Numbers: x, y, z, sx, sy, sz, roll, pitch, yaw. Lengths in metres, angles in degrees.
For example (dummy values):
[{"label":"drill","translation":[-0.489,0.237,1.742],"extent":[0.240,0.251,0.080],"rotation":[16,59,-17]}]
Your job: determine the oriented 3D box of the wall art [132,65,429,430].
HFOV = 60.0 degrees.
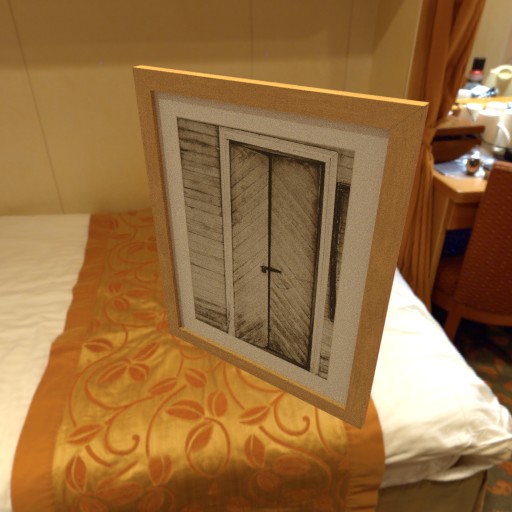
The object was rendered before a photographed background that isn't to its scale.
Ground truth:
[{"label":"wall art","translation":[0.000,0.000,0.754],"extent":[0.460,0.561,0.020],"rotation":[19,37,28]}]
